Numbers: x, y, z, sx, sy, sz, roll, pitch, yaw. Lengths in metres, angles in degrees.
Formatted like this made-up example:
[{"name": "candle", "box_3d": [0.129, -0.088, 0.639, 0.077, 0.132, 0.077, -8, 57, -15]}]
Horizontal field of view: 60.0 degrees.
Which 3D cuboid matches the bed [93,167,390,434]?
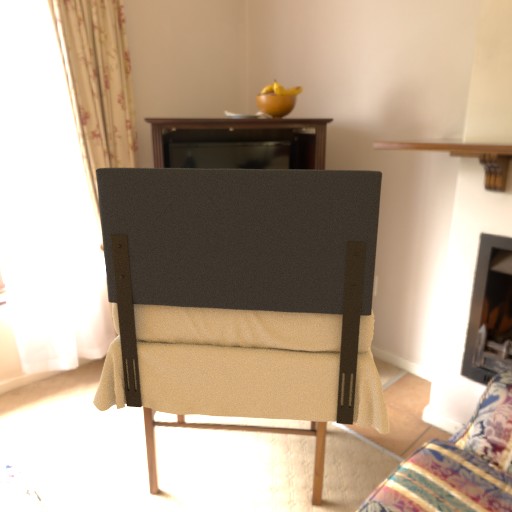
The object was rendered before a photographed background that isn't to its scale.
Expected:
[{"name": "bed", "box_3d": [0.000, 0.000, 3.644, 1.936, 1.577, 2.222, 2, 16, 7]}]
